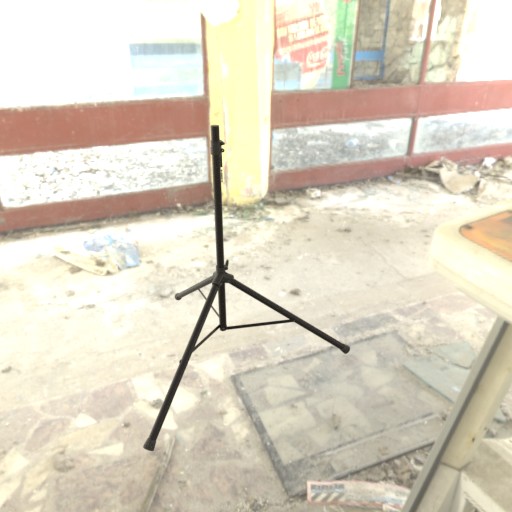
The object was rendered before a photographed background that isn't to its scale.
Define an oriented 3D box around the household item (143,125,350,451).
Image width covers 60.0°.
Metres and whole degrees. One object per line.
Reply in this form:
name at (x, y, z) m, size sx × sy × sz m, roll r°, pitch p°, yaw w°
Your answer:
household item at (0.000, 0.000, 2.776) m, size 1.339 × 1.595 × 1.596 m, roll -1°, pitch 27°, yaw -2°
